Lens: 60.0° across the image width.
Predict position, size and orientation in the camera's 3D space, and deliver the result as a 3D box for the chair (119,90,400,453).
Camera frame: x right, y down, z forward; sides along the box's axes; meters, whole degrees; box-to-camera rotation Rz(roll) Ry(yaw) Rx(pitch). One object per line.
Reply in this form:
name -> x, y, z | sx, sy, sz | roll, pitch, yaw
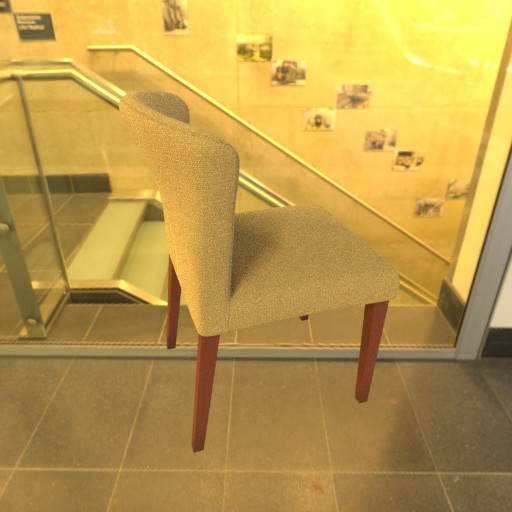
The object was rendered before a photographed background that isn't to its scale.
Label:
chair -> 0.000, 0.000, 1.183 | 0.589, 0.839, 0.491 | -10, 31, -16
